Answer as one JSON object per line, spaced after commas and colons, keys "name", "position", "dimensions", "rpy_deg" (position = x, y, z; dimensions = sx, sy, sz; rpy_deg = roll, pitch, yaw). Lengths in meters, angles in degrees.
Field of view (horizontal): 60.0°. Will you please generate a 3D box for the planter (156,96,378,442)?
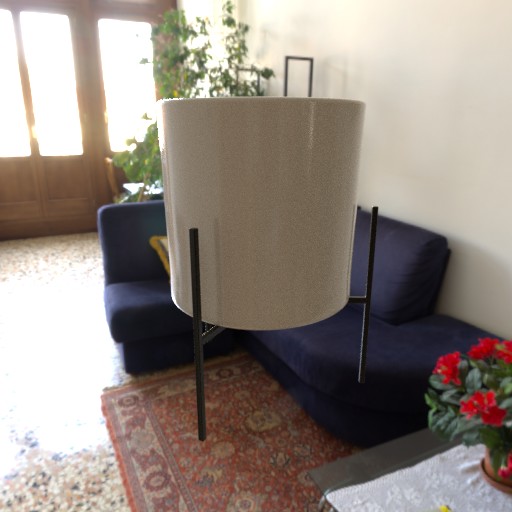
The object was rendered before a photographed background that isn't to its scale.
{"name": "planter", "position": [0.000, 0.000, 0.654], "dimensions": [0.307, 0.431, 0.308], "rpy_deg": [9, 19, 27]}
